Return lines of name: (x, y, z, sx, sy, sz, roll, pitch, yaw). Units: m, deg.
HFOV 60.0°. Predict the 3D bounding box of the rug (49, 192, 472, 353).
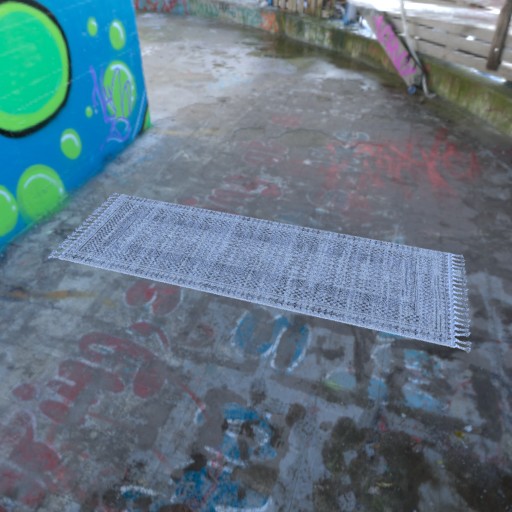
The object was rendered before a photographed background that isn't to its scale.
rug: (0.000, 0.000, 2.743, 2.480, 0.013, 0.786, 11, 41, 13)
